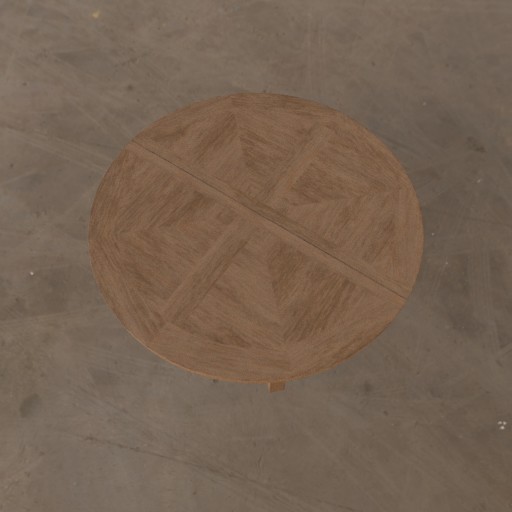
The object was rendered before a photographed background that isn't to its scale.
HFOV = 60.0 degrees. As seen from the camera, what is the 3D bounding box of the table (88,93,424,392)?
[{"bbox_3d":[0.000,0.000,2.102,1.319,0.762,1.319,0,63,0],"label":"table"}]
